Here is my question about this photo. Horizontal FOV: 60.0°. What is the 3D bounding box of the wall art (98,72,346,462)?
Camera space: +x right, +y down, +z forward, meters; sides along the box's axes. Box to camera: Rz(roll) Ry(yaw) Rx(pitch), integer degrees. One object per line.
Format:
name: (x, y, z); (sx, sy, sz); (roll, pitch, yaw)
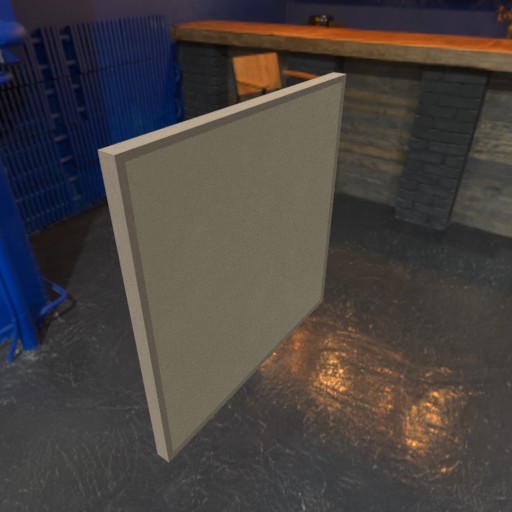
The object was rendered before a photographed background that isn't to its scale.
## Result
wall art: (0.000, 0.000, 1.122); (0.038, 0.758, 0.761); (21, 38, 30)
